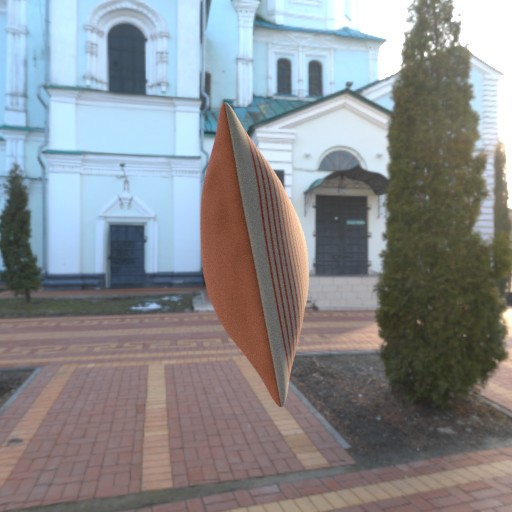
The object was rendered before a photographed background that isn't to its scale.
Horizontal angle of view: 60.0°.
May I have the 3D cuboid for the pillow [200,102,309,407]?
[{"bbox_3d":[0.000,0.000,0.726,0.156,0.292,0.608,0,0,0],"label":"pillow"}]
